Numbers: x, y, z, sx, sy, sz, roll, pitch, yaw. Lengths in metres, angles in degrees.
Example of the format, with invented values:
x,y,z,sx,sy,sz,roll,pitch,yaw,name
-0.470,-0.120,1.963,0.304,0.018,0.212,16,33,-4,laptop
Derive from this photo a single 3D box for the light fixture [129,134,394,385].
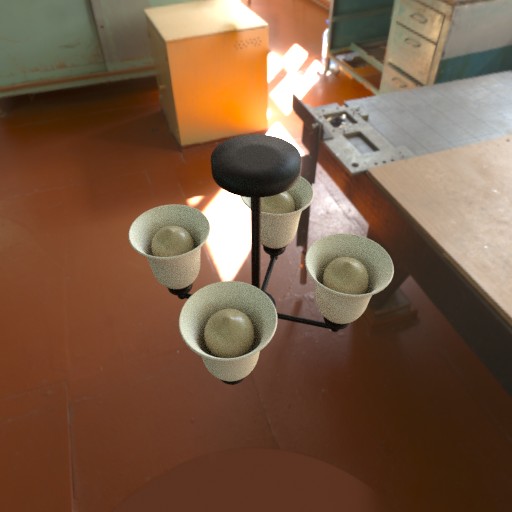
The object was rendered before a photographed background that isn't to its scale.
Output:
x,y,z,sx,sy,sz,roll,pitch,yaw,name
0.000,0.000,1.798,1.069,0.925,1.069,11,46,10,light fixture
